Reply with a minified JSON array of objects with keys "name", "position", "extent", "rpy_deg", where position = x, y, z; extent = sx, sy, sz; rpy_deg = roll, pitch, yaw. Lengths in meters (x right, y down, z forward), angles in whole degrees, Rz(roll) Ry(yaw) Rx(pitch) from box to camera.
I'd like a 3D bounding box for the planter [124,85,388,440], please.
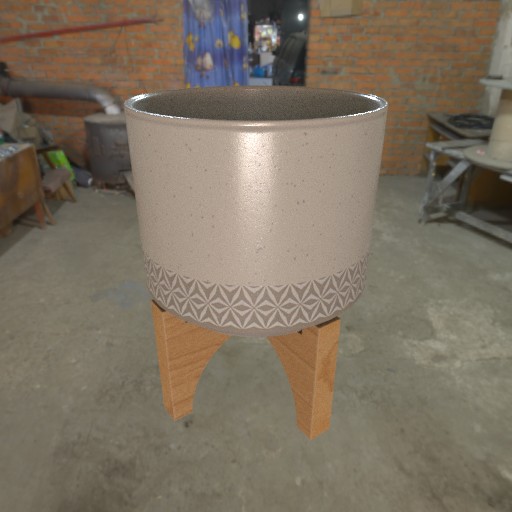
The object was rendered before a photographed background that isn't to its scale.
[{"name":"planter","position":[0.000,0.000,0.264],"extent":[0.130,0.178,0.130],"rpy_deg":[0,27,0]}]
